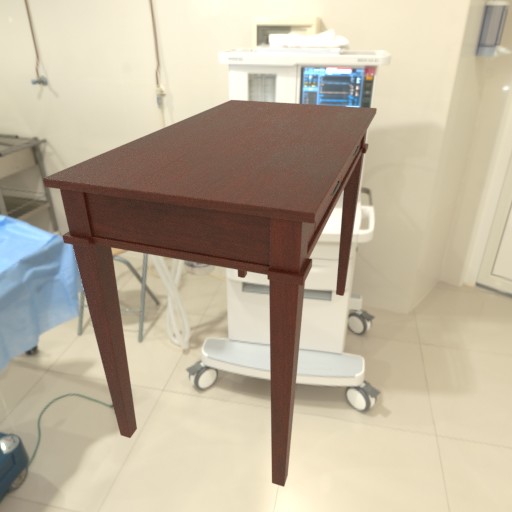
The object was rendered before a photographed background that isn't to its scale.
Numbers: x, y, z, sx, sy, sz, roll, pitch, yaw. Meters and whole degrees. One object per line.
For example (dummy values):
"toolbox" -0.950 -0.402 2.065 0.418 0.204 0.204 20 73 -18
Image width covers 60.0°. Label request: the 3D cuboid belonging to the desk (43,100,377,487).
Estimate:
"desk" 0.000 0.000 1.394 0.549 0.762 1.001 9 30 17
